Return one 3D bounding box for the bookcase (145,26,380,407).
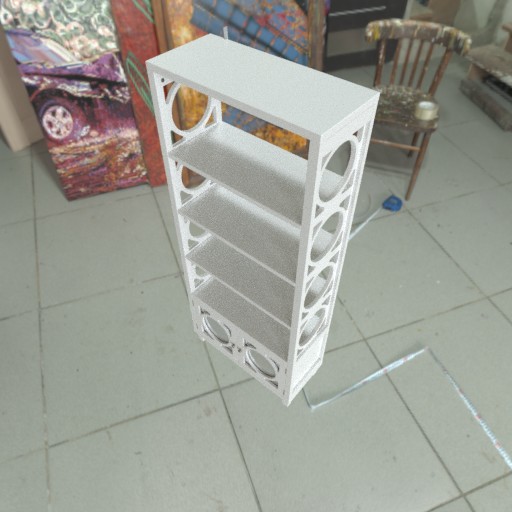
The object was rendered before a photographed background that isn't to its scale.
[{"bbox_3d":[0.000,0.000,2.155,0.761,1.869,0.361,32,54,26],"label":"bookcase"}]
